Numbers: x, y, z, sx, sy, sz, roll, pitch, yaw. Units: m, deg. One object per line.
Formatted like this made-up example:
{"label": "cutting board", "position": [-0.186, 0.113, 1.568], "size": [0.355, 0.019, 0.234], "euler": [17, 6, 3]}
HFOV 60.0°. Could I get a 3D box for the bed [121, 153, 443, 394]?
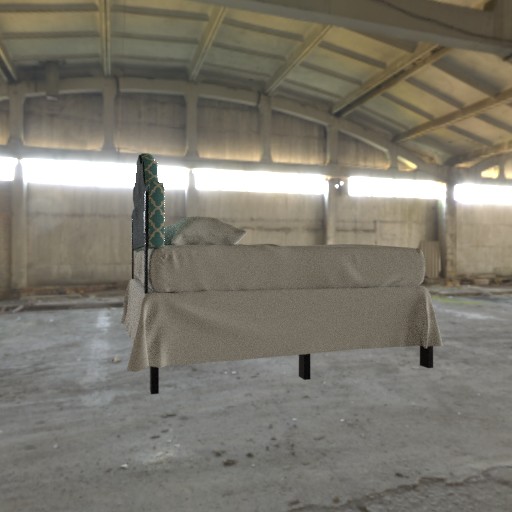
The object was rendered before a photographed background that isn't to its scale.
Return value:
{"label": "bed", "position": [0.000, 0.000, 3.846], "size": [2.222, 1.601, 2.314], "euler": [0, 0, -18]}
